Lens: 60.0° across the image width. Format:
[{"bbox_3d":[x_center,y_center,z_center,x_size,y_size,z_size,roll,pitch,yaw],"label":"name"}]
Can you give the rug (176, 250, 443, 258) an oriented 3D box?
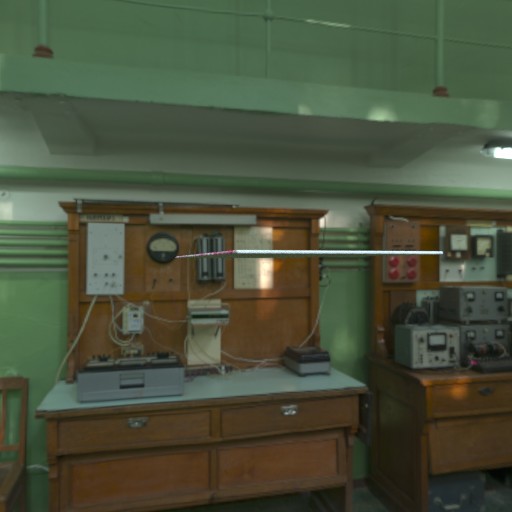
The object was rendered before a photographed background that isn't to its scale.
[{"bbox_3d":[0.000,0.000,2.684,0.787,0.011,2.458,0,-1,-15],"label":"rug"}]
